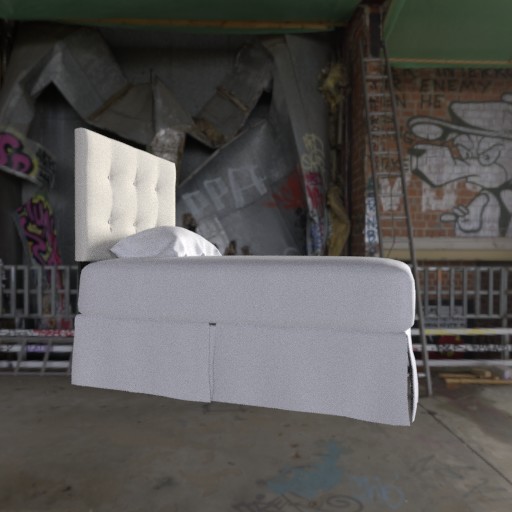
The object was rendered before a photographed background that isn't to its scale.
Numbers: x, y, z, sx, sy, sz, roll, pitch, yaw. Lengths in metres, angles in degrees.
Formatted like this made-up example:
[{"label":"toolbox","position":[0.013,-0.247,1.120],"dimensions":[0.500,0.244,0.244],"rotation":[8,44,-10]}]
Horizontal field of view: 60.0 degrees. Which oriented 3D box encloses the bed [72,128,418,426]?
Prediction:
[{"label":"bed","position":[0.000,0.000,2.926],"dimensions":[1.997,1.571,1.261],"rotation":[0,0,19]}]
